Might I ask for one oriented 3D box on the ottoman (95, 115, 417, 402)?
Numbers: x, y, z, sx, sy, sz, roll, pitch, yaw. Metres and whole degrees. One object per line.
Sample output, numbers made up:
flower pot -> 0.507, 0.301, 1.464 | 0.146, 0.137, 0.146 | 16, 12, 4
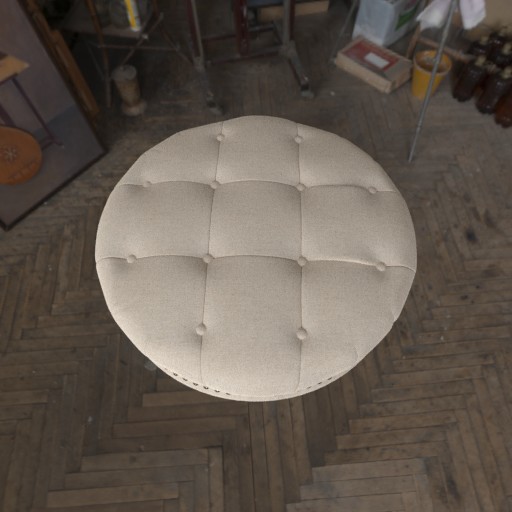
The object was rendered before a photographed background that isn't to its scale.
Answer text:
ottoman -> 0.000, 0.000, 1.449 | 0.940, 0.483, 0.940 | 0, 61, 0
